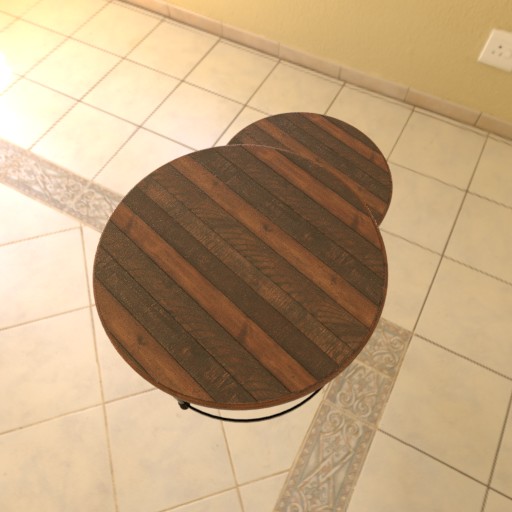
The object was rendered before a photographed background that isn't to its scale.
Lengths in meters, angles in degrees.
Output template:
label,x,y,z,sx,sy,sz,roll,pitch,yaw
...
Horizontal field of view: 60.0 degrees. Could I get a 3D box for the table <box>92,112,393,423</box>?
label,x,y,z,sx,sy,sz,roll,pitch,yaw
table,0.000,0.000,1.601,0.870,0.516,1.152,17,63,9
